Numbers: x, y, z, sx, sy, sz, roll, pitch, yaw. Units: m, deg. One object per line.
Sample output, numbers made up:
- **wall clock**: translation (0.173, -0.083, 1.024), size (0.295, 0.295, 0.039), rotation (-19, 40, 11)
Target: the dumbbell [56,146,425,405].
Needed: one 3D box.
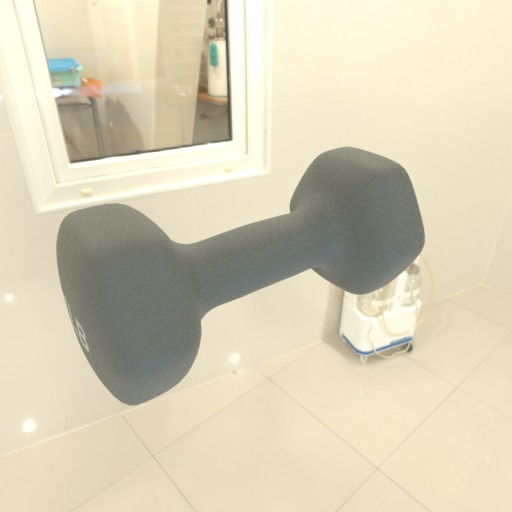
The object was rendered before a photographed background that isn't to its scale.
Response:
- **dumbbell**: translation (0.000, 0.000, 0.229), size (0.184, 0.081, 0.090), rotation (-19, 36, -29)
